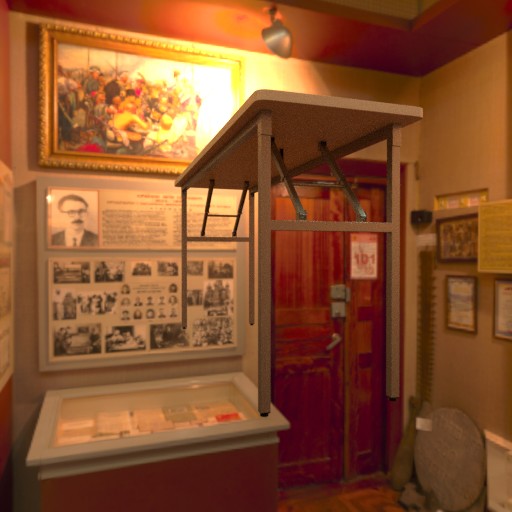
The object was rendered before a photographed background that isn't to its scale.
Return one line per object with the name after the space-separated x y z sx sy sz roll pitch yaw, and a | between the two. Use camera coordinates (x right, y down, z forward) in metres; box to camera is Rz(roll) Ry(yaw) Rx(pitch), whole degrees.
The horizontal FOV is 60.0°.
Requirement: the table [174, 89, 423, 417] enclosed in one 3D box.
0.000 0.000 1.702 0.446 0.750 1.397 0 1 -18 | table
